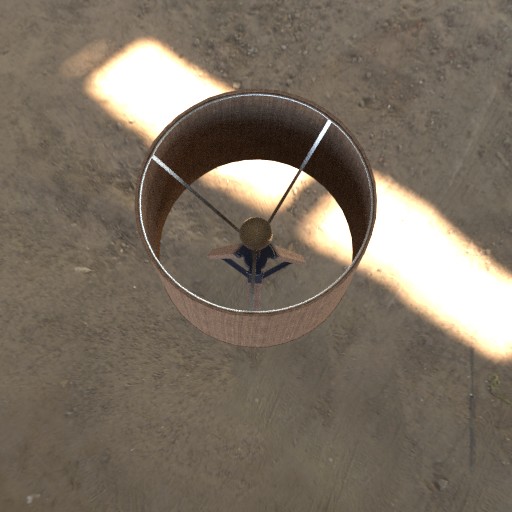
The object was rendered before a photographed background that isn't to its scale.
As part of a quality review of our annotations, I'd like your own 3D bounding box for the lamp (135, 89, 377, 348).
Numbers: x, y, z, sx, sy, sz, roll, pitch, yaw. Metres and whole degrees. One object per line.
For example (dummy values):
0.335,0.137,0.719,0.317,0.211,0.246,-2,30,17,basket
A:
0.000,0.000,0.702,0.290,0.514,0.290,0,76,0,lamp
